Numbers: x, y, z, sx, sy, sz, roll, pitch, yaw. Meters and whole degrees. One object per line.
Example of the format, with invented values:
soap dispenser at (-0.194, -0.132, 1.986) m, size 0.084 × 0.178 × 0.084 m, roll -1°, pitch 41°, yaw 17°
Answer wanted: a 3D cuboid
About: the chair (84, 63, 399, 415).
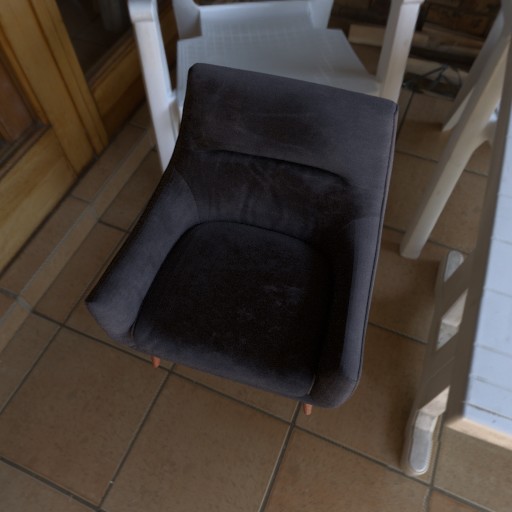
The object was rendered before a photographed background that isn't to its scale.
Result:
chair at (0.000, 0.000, 1.443) m, size 0.762 × 0.838 × 0.787 m, roll 15°, pitch 60°, yaw 9°
